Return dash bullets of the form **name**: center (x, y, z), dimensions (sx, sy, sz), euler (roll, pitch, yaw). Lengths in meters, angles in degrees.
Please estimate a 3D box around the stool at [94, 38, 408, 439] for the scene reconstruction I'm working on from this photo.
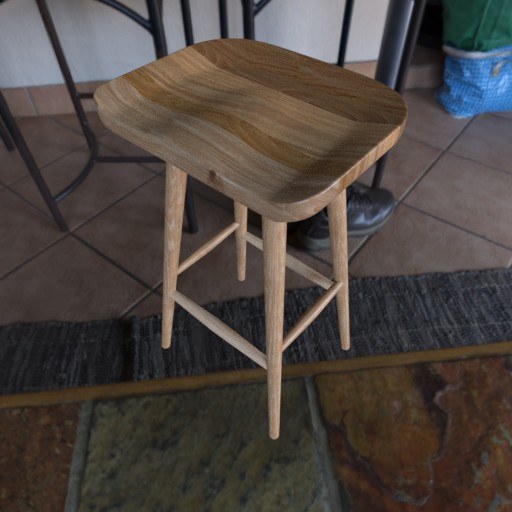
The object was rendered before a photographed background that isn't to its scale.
- **stool**: center (0.000, 0.000, 0.909), dimensions (0.407, 0.698, 0.322), euler (32, 55, 26)
